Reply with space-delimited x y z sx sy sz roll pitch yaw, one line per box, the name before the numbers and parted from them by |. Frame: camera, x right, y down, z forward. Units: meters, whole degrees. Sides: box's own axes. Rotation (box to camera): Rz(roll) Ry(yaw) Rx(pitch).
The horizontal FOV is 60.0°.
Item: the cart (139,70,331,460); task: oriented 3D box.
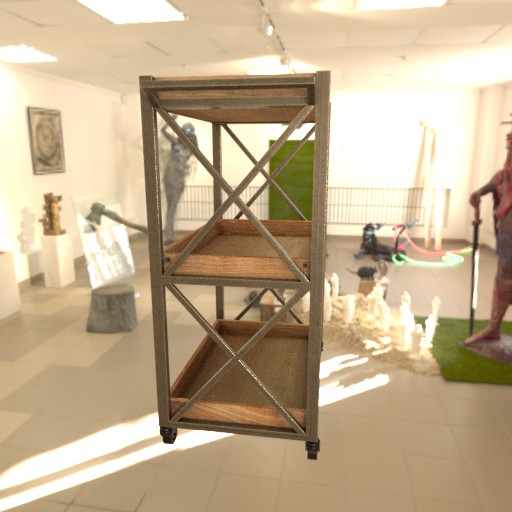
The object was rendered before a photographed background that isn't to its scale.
cart | 0.000 0.000 1.195 0.377 0.835 0.673 2 13 9
